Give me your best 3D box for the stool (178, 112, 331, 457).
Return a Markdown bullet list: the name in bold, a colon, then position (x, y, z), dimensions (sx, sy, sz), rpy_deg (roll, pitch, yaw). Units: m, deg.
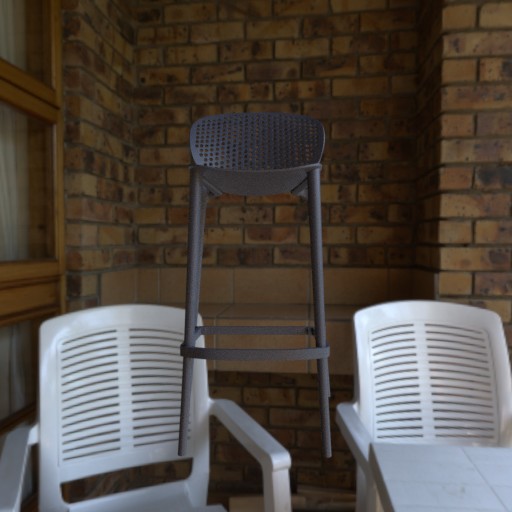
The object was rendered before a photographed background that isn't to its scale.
- **stool**: position (0.000, 0.000, 1.397), dimensions (0.536, 1.045, 0.535), rpy_deg (0, 2, 1)
